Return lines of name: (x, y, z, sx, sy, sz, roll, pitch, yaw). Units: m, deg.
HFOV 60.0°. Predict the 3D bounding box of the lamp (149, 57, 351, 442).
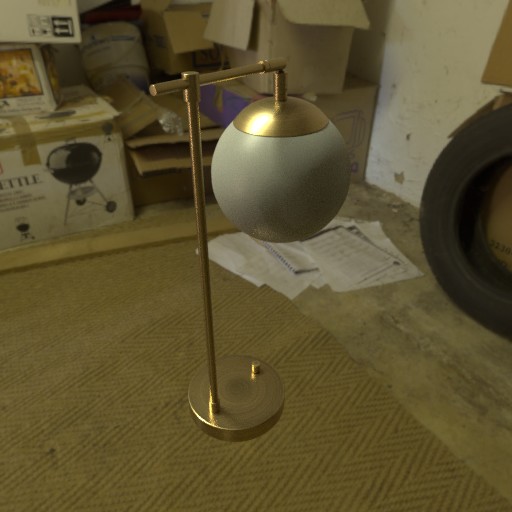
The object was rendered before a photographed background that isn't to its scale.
lamp: (0.000, 0.000, 0.685, 0.207, 0.559, 0.324, 23, 39, 32)
